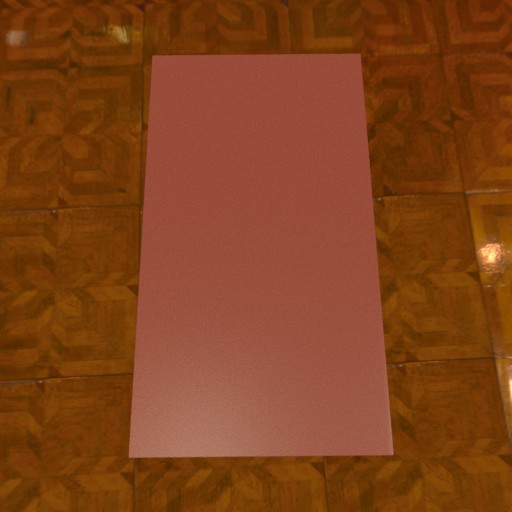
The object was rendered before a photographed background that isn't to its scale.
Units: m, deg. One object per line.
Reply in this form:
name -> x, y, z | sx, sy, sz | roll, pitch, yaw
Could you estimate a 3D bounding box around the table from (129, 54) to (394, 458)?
table -> 0.000, 0.000, 1.375 | 0.612, 0.493, 1.068 | -1, 75, 0
